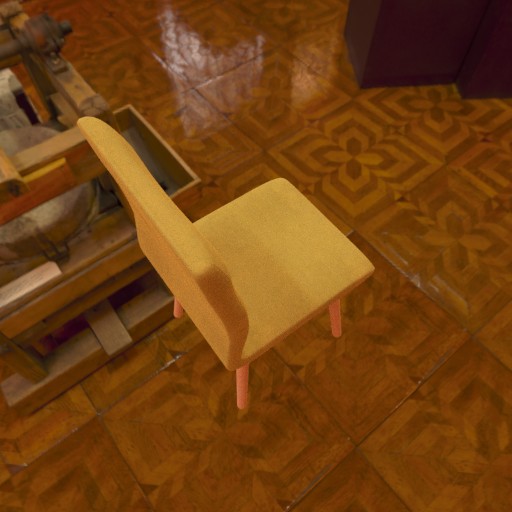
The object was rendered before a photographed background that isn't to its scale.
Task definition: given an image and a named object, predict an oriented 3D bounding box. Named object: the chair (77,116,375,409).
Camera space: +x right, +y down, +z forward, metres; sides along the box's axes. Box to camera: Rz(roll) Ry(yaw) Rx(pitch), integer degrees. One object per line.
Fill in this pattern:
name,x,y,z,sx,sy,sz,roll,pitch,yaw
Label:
chair,0.000,0.000,1.255,0.550,0.965,0.450,-32,63,-18
